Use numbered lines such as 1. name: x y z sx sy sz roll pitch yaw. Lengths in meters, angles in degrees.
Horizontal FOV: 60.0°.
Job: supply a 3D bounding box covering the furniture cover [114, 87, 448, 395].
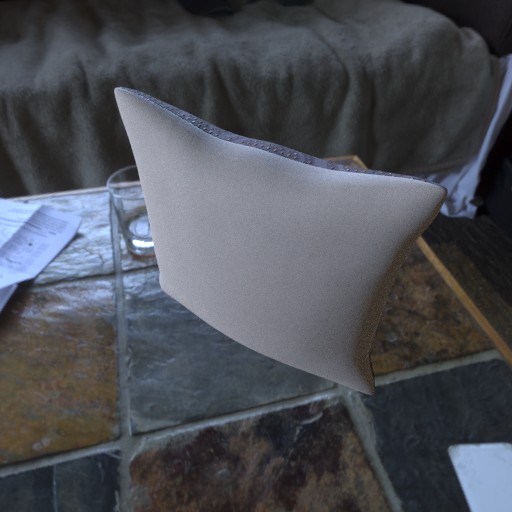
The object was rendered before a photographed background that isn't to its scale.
1. furniture cover: 0.000 0.000 0.813 0.552 0.509 0.193 23 50 22
